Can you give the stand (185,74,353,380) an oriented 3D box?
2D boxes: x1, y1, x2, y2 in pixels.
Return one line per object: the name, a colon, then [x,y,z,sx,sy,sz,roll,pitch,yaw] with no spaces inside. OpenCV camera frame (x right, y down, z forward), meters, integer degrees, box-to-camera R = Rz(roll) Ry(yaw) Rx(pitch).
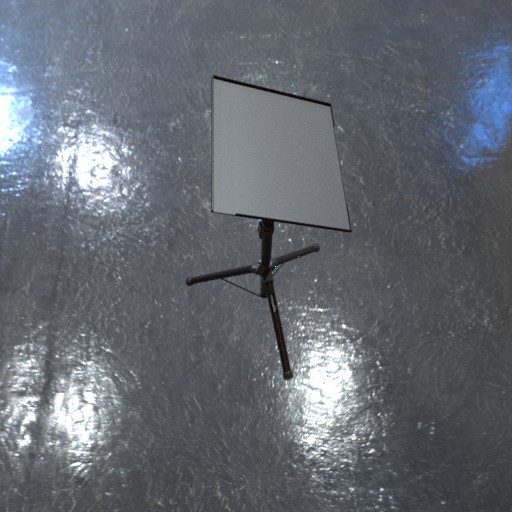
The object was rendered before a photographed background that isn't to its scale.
stand: [0.000,0.000,1.668,0.702,1.198,0.702,-2,63,-1]
